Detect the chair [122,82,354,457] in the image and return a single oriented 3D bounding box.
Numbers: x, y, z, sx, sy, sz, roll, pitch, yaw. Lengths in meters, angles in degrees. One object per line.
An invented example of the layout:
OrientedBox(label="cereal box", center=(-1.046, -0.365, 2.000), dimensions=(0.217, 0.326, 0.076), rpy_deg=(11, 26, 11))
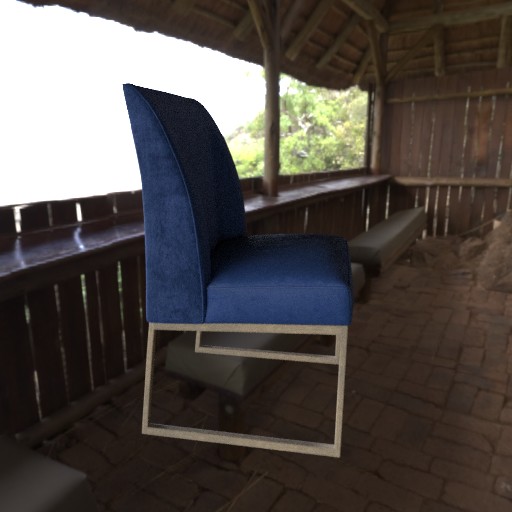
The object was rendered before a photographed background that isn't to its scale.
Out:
OrientedBox(label="chair", center=(0.000, 0.000, 1.226), dimensions=(0.522, 0.863, 0.508), rpy_deg=(3, 16, 10))
